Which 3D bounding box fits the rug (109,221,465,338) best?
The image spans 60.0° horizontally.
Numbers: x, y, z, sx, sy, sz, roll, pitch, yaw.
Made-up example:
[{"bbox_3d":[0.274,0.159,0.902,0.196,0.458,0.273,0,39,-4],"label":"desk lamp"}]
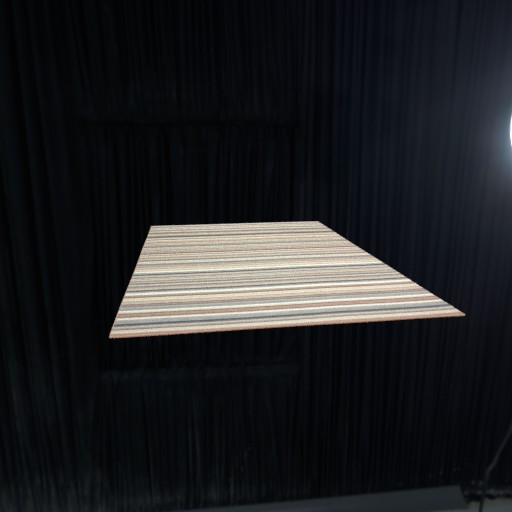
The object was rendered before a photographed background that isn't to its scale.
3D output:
[{"bbox_3d":[0.000,0.000,2.352,1.219,0.008,1.829,-2,15,-8],"label":"rug"}]
